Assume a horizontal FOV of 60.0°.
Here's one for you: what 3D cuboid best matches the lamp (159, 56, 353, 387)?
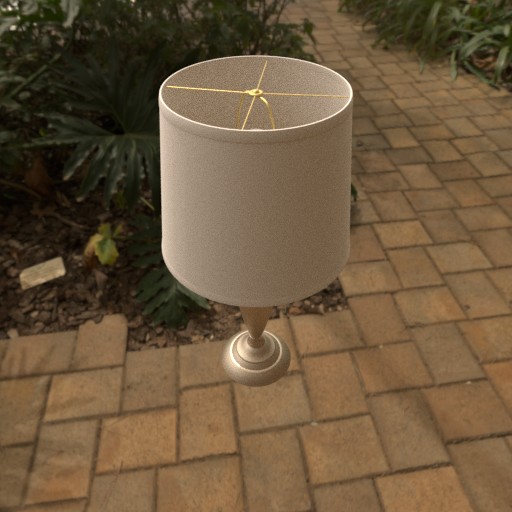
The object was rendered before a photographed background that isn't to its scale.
[{"bbox_3d":[0.000,0.000,0.812,0.328,0.619,0.328,0,42,0],"label":"lamp"}]
